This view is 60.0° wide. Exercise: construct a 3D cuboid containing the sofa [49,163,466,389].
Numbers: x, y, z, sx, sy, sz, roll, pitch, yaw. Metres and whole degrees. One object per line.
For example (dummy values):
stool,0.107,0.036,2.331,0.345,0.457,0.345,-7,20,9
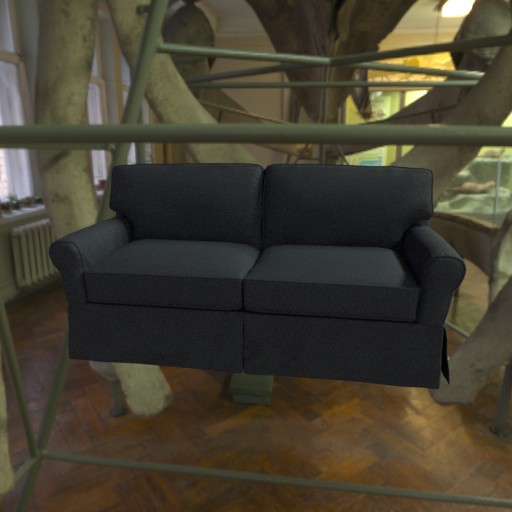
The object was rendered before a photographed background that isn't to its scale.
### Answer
sofa,0.000,0.000,2.756,2.256,1.094,0.983,2,15,9
